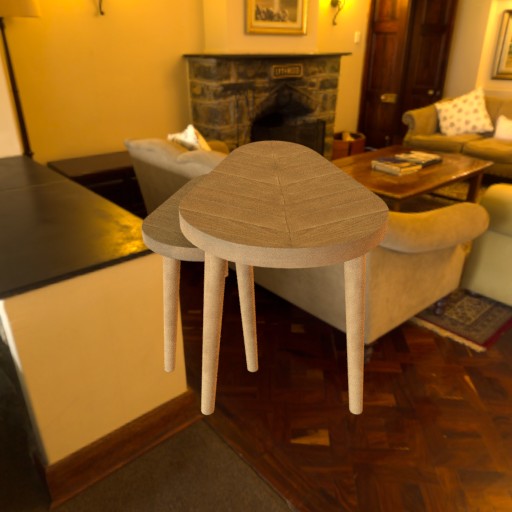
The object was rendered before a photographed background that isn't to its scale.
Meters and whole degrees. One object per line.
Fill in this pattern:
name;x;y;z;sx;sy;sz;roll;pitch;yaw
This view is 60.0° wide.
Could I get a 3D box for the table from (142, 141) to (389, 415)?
table;0.000;0.000;1.596;0.701;0.595;1.190;0;25;0
